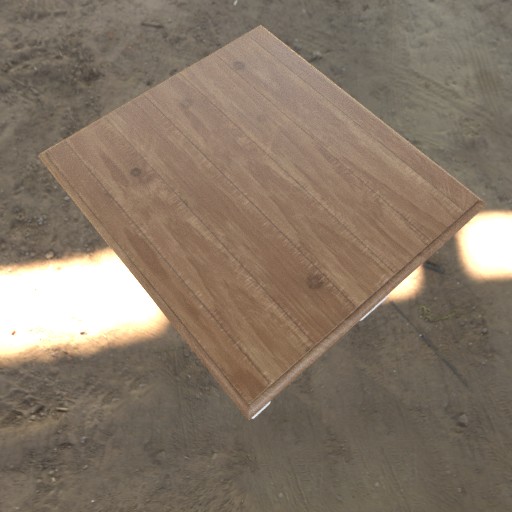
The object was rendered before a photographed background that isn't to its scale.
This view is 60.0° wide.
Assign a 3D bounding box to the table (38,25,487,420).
[{"bbox_3d":[0.000,0.000,0.911,0.457,0.561,0.508,-38,70,-16],"label":"table"}]
